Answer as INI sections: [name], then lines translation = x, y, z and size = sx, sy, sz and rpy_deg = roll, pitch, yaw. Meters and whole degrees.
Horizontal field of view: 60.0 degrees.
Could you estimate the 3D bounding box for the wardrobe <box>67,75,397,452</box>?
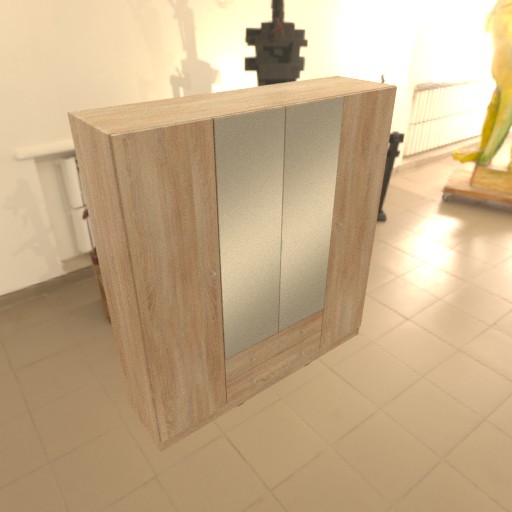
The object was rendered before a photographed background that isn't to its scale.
[wardrobe]
translation = 0.000, 0.000, 3.154
size = 1.998, 2.159, 0.598
rpy_deg = -21, 37, -32
